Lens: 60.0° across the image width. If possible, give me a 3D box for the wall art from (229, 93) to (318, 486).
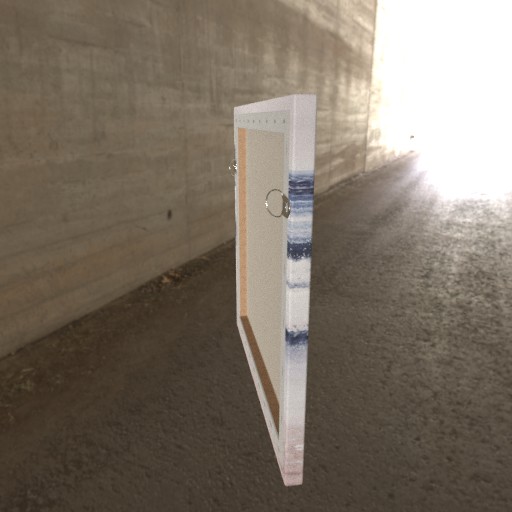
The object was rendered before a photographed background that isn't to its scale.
[{"bbox_3d":[0.000,0.000,1.141,0.065,0.747,0.755,-3,17,-9],"label":"wall art"}]
